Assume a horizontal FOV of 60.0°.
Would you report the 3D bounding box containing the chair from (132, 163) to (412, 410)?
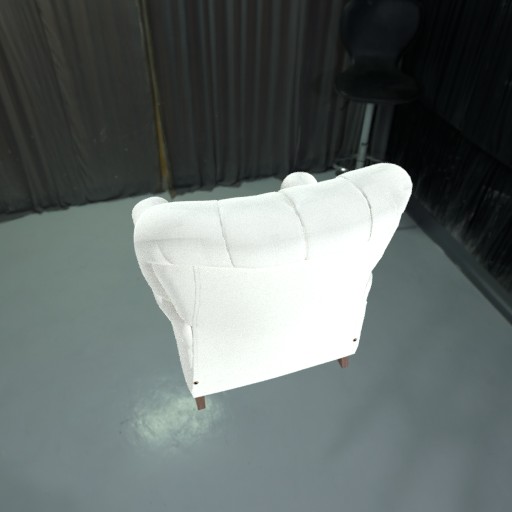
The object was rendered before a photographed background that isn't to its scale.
[{"bbox_3d":[0.000,0.000,2.067,1.035,1.169,1.132,-12,43,-13],"label":"chair"}]
